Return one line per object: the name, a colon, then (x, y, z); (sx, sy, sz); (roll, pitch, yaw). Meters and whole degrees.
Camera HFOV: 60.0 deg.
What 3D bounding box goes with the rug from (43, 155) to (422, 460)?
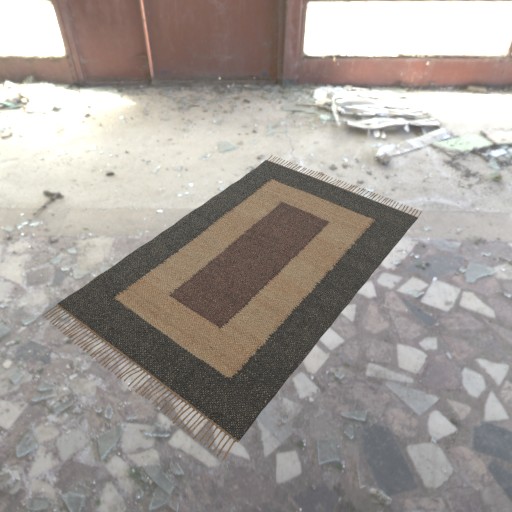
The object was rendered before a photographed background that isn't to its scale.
rug: (0.000, 0.000, 1.940); (0.920, 0.013, 1.541); (27, 48, 27)
